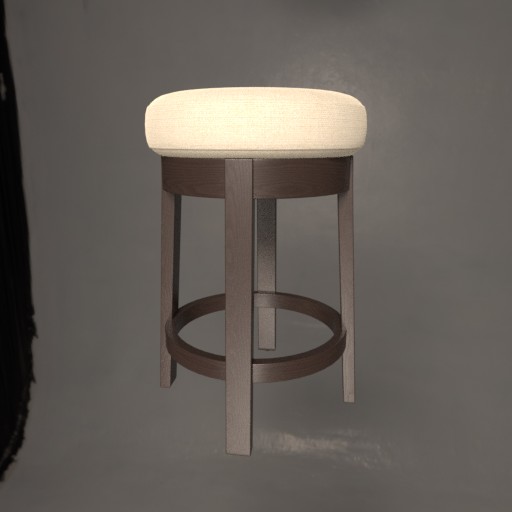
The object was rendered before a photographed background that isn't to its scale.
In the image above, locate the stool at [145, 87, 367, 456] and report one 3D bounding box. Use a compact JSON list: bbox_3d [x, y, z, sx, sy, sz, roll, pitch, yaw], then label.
[{"bbox_3d":[0.000,0.000,0.950,0.449,0.655,0.449,0,15,0],"label":"stool"}]
